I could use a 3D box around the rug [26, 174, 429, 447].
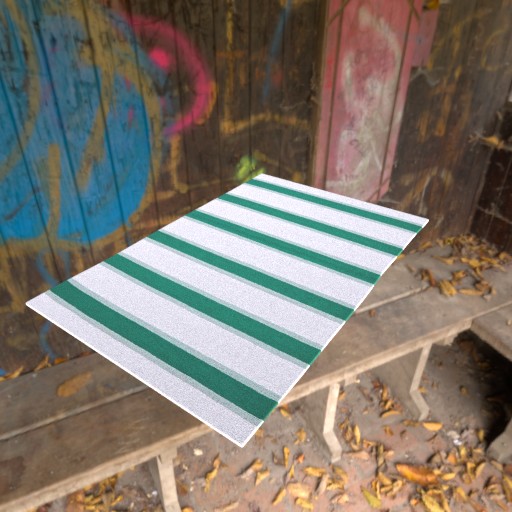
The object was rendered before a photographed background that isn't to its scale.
[{"bbox_3d":[0.000,0.000,2.295,1.210,0.012,1.829,21,38,29],"label":"rug"}]
